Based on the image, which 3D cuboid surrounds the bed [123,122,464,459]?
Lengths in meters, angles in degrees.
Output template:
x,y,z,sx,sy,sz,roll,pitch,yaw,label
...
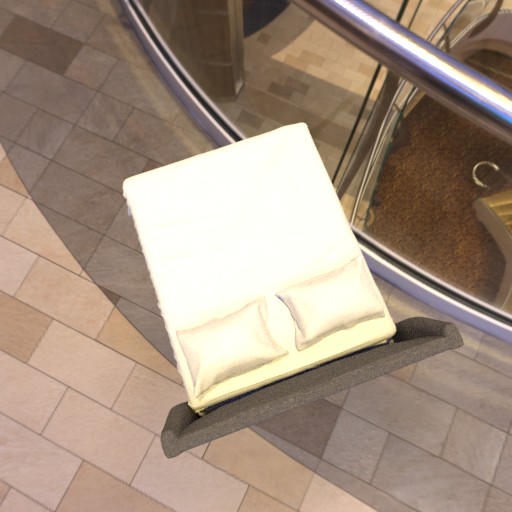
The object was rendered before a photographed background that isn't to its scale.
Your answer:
x,y,z,sx,sy,sz,roll,pitch,yaw,label
0.000,0.000,3.508,1.925,1.332,2.276,-19,76,-5,bed
